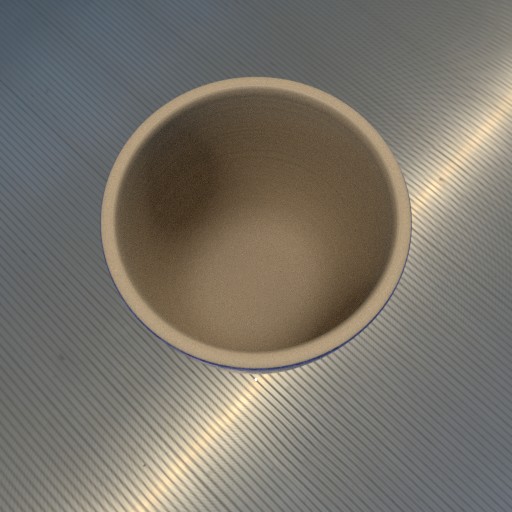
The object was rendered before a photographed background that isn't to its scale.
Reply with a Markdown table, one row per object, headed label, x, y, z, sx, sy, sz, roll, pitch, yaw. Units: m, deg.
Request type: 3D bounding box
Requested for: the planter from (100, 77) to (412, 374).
| label | x | y | z | sx | sy | sz | roll | pitch | yaw |
| --- | --- | --- | --- | --- | --- | --- | --- | --- | --- |
| planter | 0.000 | 0.000 | 0.355 | 0.184 | 0.206 | 0.184 | 0 | 74 | 0 |
